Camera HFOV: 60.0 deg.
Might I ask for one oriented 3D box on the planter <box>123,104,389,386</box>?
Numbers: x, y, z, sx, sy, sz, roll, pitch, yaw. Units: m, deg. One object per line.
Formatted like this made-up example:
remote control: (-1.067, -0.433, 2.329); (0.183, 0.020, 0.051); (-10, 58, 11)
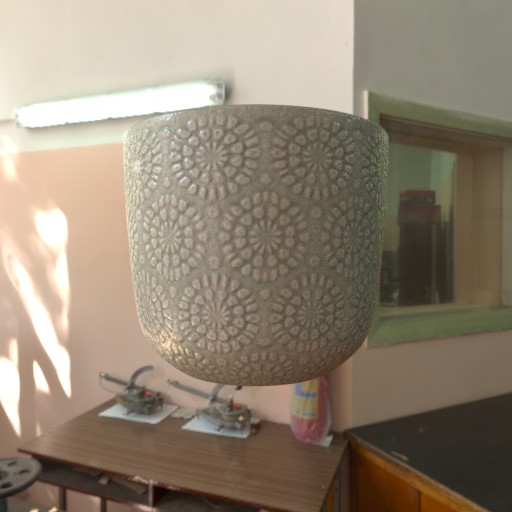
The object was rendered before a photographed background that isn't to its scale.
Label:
planter: (0.000, 0.000, 0.217); (0.124, 0.109, 0.124); (0, 1, 0)
